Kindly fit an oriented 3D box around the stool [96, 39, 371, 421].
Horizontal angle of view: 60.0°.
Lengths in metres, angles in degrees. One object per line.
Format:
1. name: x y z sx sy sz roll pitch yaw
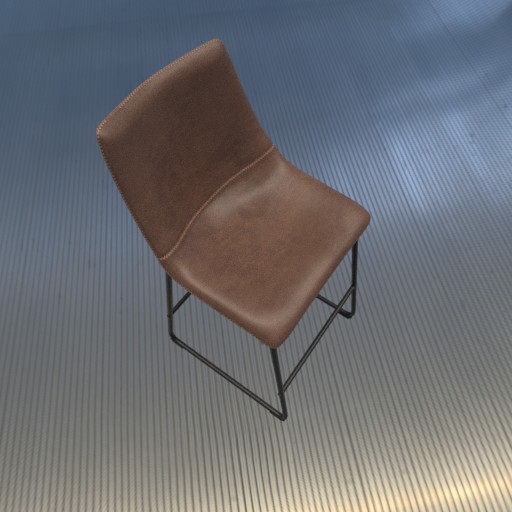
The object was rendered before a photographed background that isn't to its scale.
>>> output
1. stool: 0.000 0.000 1.205 0.550 0.890 0.460 31 63 18
